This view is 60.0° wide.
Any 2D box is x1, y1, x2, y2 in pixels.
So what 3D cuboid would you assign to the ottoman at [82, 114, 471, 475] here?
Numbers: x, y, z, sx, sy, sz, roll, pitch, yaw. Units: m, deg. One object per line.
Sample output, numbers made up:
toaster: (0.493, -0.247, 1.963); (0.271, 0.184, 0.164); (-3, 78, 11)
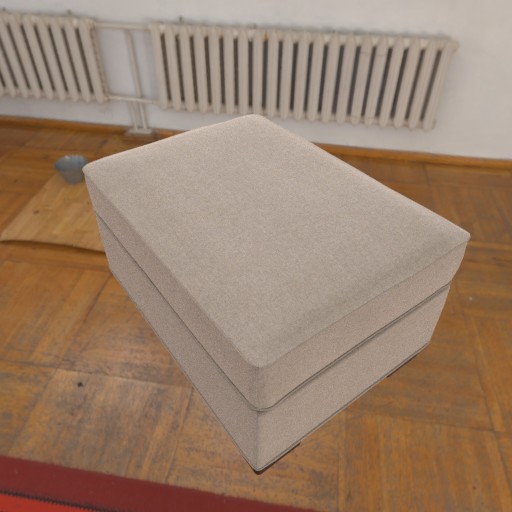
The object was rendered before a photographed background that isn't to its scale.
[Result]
ottoman: (0.000, 0.000, 1.243); (0.617, 0.503, 0.846); (-26, 47, -26)
